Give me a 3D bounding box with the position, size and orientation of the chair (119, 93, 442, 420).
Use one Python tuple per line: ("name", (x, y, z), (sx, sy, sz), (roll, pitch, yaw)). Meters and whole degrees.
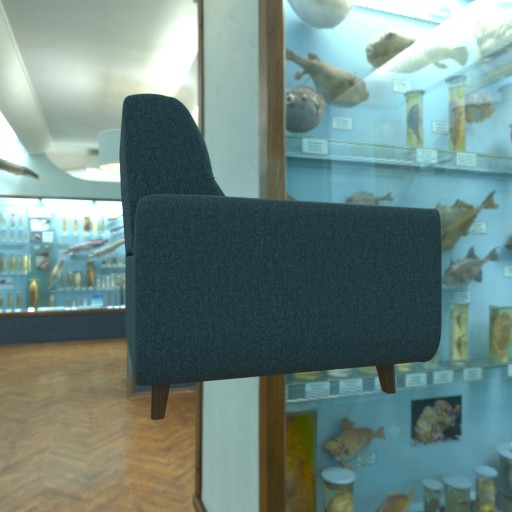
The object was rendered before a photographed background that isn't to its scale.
("chair", (0.000, 0.000, 1.647), (0.964, 0.940, 0.880), (0, 0, -18))
